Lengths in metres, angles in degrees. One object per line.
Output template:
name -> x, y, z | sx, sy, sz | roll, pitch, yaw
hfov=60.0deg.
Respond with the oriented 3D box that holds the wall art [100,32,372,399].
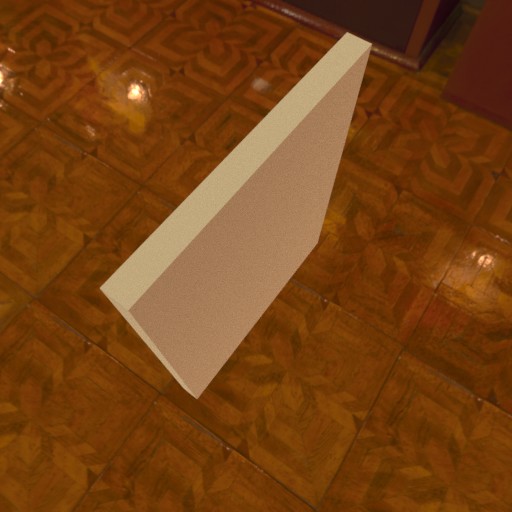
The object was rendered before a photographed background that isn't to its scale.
wall art -> 0.000, 0.000, 0.746 | 0.039, 0.553, 0.451 | 34, 68, 15
